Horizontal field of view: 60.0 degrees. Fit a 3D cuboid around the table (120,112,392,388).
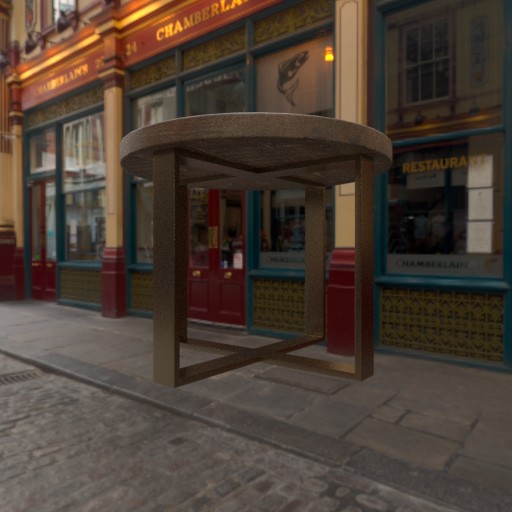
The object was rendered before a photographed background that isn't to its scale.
[{"bbox_3d":[0.000,0.000,0.951,0.557,0.437,0.557,0,0,0],"label":"table"}]
